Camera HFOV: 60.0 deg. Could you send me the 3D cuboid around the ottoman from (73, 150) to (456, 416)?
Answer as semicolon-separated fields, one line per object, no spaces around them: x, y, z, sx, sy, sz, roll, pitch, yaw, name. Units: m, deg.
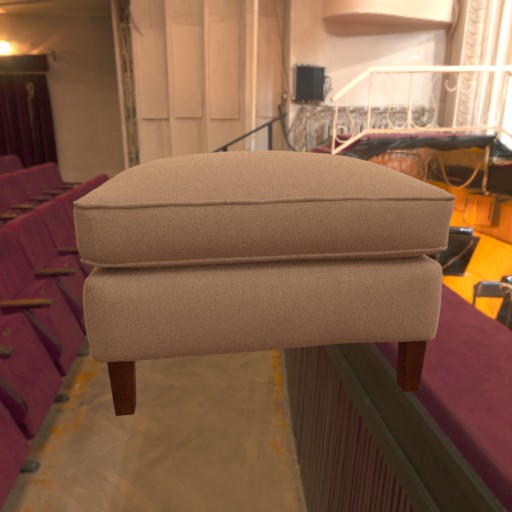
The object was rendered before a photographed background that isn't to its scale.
0.000;0.000;0.989;0.665;0.456;0.501;-2;16;-8;ottoman
